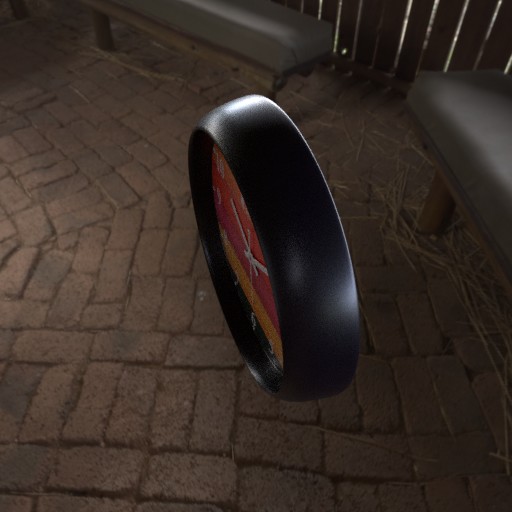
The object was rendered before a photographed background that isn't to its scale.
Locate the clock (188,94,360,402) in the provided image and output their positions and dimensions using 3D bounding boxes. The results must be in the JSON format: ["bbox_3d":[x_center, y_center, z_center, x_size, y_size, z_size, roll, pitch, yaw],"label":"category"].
[{"bbox_3d":[0.000,0.000,0.444,0.060,0.300,0.300,-16,49,-15],"label":"clock"}]
